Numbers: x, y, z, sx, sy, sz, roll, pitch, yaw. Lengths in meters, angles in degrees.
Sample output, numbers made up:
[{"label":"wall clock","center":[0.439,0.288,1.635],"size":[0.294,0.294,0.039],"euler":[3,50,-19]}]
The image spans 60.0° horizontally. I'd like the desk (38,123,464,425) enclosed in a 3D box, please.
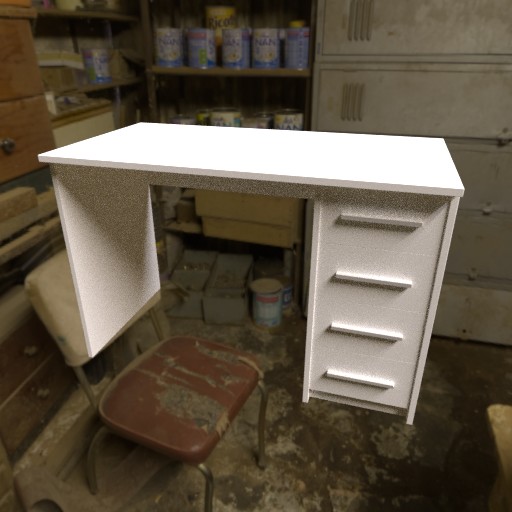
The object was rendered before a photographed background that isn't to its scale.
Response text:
[{"label":"desk","center":[0.000,0.000,1.486],"size":[1.096,0.730,0.560],"euler":[7,27,15]}]
